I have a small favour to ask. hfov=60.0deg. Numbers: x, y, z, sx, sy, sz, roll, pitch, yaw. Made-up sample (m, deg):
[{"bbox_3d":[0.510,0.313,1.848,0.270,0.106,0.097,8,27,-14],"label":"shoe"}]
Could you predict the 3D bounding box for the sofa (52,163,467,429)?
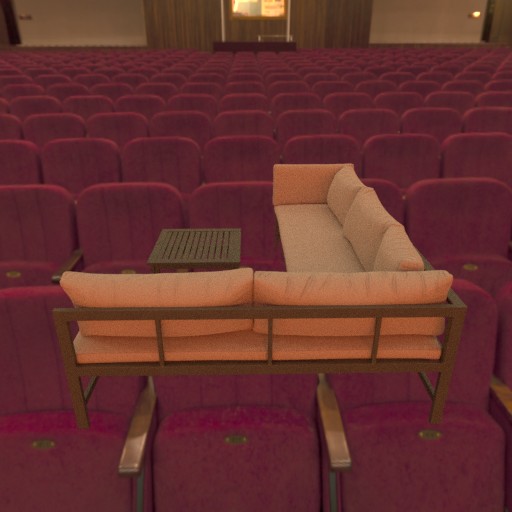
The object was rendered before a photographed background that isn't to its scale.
[{"bbox_3d":[0.000,0.000,2.820,1.658,0.758,2.096,0,25,-1],"label":"sofa"}]
